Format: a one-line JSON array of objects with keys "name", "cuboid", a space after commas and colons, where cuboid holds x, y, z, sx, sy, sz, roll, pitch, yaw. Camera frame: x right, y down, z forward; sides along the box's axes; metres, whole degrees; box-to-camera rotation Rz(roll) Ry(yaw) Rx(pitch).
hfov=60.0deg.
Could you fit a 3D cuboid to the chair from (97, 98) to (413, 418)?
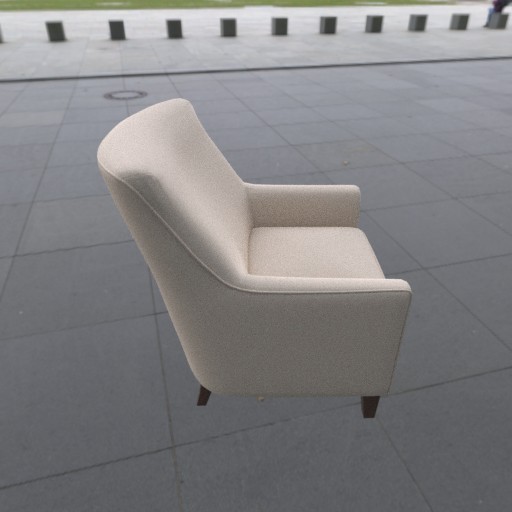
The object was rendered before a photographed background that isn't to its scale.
[{"name": "chair", "cuboid": [0.000, 0.000, 1.556, 0.879, 0.916, 0.756, 0, 32, -1]}]
